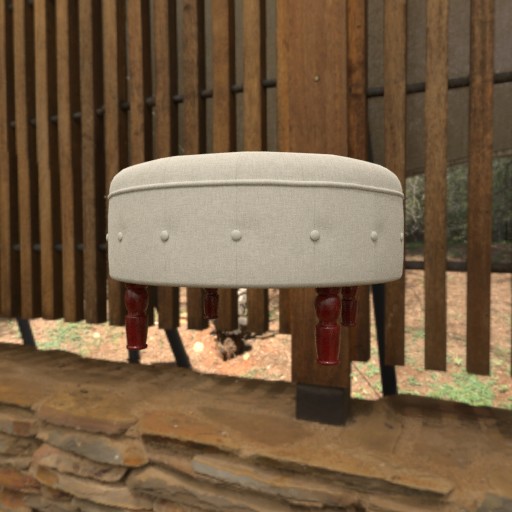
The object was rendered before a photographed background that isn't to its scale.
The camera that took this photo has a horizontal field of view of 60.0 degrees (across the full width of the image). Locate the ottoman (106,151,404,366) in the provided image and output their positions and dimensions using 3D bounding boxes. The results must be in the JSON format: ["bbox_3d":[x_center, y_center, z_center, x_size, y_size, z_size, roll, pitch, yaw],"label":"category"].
[{"bbox_3d":[0.000,0.000,1.342,0.850,0.483,0.850,0,1,0],"label":"ottoman"}]
